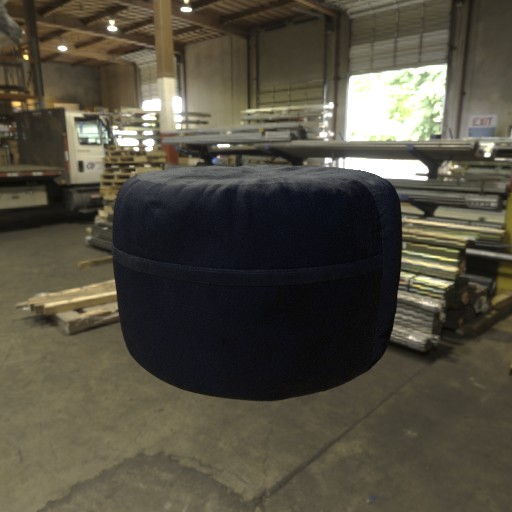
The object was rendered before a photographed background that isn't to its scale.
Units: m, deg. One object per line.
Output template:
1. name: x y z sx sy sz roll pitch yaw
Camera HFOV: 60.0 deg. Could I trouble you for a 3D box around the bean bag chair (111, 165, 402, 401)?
1. bean bag chair: 0.000 0.000 1.957 1.219 0.762 1.219 0 15 0
